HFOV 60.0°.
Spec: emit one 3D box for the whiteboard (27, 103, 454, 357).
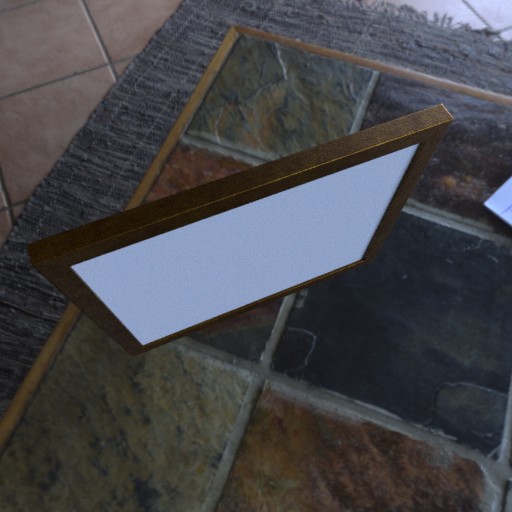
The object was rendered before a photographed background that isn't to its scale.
[{"bbox_3d":[0.000,0.000,0.758,0.561,0.457,0.029,-21,66,-10],"label":"whiteboard"}]
